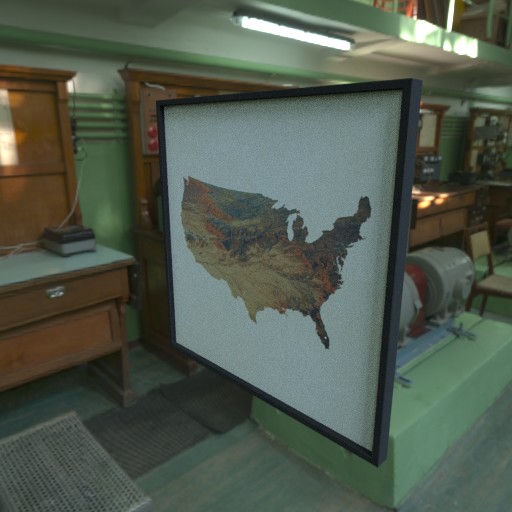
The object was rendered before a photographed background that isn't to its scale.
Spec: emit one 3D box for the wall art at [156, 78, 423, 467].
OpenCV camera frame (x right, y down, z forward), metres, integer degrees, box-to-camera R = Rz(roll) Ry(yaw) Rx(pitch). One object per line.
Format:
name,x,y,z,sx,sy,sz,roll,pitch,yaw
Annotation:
wall art,0.000,0.000,1.098,0.038,0.762,0.762,-15,22,-43
